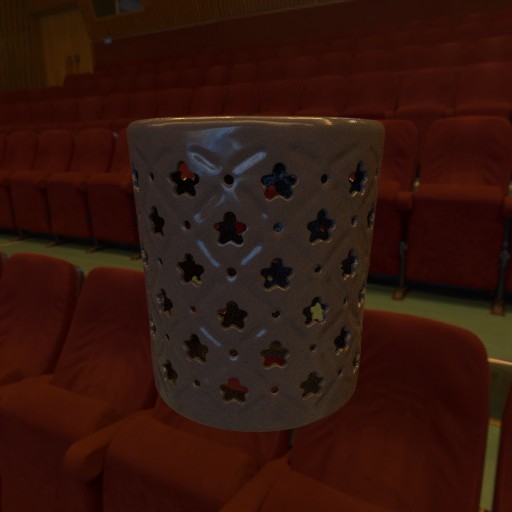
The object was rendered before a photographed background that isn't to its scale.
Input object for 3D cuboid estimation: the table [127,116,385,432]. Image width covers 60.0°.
[{"bbox_3d":[0.000,0.000,0.666,0.352,0.387,0.352,0,14,0],"label":"table"}]
